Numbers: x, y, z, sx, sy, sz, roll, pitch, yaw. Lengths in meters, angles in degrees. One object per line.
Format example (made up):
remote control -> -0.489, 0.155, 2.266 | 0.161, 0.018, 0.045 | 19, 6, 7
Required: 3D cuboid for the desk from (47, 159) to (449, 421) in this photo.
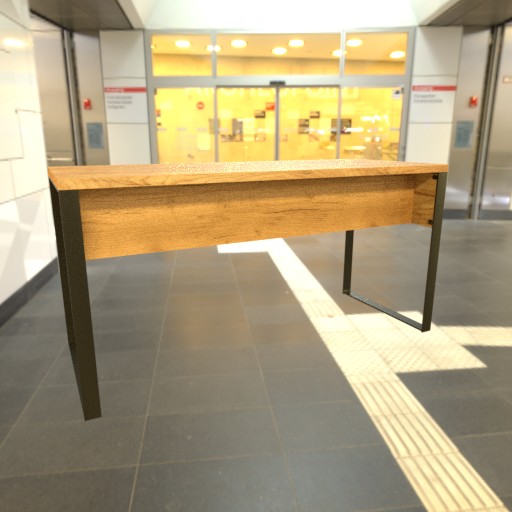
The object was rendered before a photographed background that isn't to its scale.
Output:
desk -> 0.000, 0.000, 1.897 | 1.520, 0.760, 0.600 | -7, 17, -26
